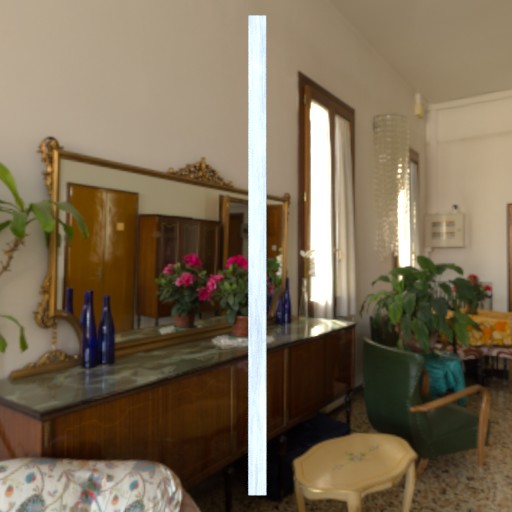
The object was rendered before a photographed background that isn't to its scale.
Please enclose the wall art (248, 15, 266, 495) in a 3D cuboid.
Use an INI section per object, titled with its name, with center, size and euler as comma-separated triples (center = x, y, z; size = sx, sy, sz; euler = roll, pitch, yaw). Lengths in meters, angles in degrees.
[wall art]
center = 0.000, 0.000, 0.777
size = 0.022, 0.582, 0.479
euler = 0, -1, 0
